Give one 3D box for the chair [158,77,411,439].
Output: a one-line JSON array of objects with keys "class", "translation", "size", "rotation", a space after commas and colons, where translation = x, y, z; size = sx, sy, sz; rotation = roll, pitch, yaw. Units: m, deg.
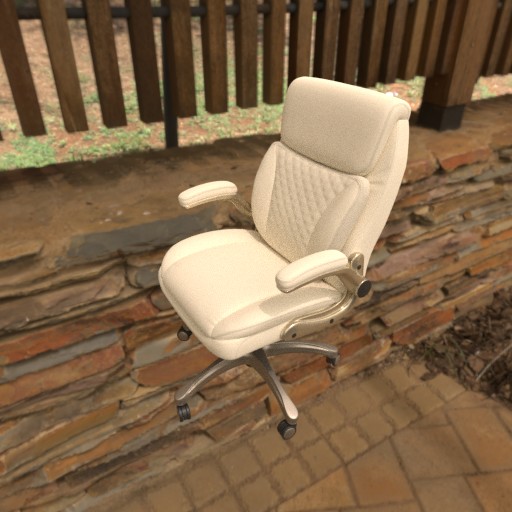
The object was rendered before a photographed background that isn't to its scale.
[{"class": "chair", "translation": [0.000, 0.000, 1.599], "size": [0.794, 1.110, 0.740], "rotation": [-21, 37, -30]}]
